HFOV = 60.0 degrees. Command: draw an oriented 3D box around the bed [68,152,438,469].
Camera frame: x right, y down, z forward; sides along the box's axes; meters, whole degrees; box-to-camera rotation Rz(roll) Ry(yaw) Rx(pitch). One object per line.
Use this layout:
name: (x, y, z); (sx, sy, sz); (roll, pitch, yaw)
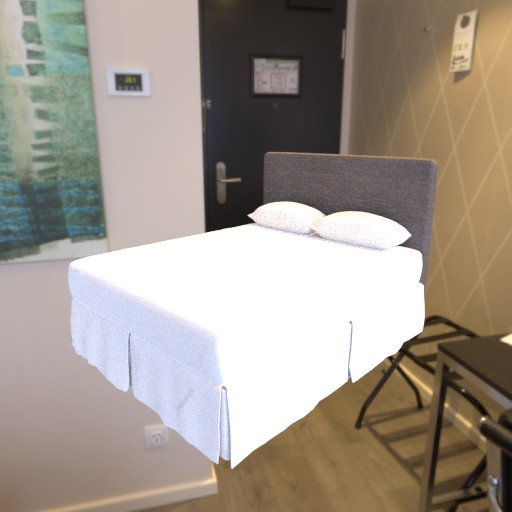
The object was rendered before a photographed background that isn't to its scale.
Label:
bed: (0.000, 0.000, 3.133); (1.723, 1.330, 2.142); (15, 22, 43)
